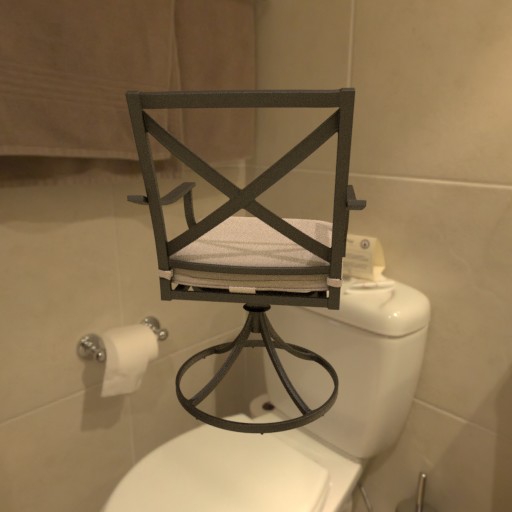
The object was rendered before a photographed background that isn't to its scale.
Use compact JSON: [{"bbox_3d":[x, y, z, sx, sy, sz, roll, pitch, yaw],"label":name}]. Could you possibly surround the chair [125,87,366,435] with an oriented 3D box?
[{"bbox_3d":[0.000,0.000,1.324,0.575,0.889,0.620,2,16,8],"label":"chair"}]
